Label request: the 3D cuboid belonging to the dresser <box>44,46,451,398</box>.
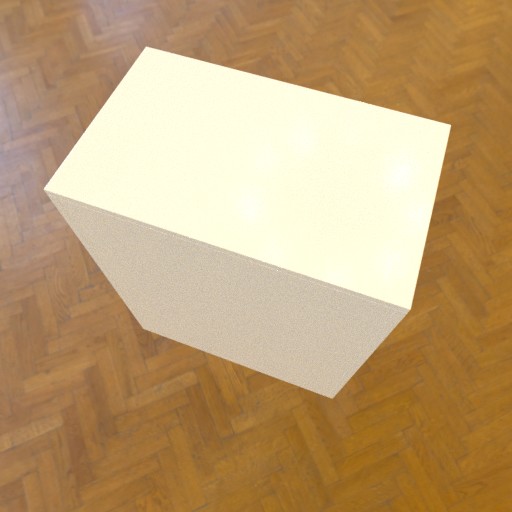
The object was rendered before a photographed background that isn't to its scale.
[{"bbox_3d":[0.000,0.000,1.169,0.650,0.800,0.400,18,64,9],"label":"dresser"}]
